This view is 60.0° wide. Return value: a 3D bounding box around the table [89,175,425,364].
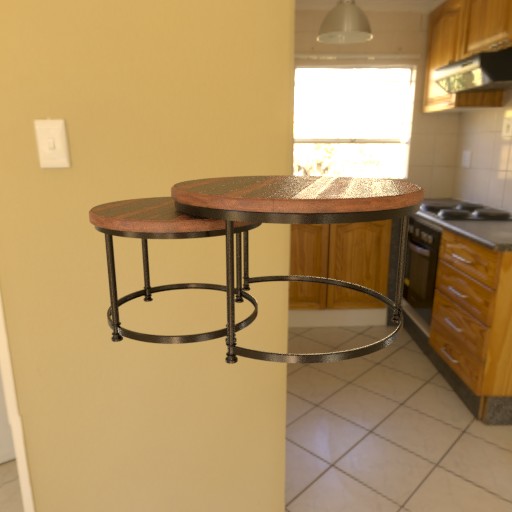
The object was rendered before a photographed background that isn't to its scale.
[{"bbox_3d":[0.000,0.000,1.619,1.152,0.516,0.870,-3,15,-10],"label":"table"}]
